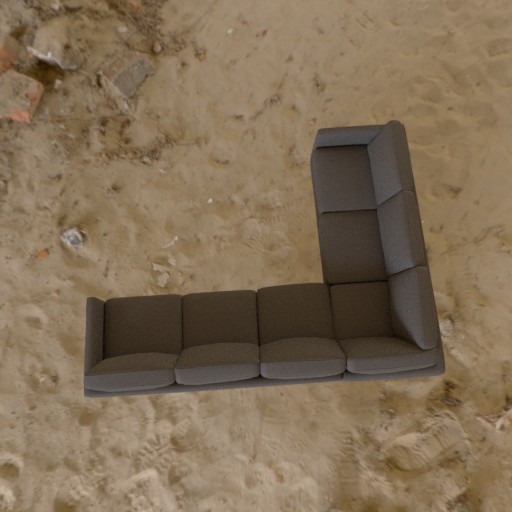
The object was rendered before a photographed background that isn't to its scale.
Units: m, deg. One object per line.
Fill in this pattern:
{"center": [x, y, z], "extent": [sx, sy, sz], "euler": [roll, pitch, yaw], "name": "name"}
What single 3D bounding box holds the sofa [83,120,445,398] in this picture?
{"center": [0.000, 0.000, 4.521], "extent": [3.302, 0.947, 2.593], "euler": [-4, 75, -1], "name": "sofa"}
